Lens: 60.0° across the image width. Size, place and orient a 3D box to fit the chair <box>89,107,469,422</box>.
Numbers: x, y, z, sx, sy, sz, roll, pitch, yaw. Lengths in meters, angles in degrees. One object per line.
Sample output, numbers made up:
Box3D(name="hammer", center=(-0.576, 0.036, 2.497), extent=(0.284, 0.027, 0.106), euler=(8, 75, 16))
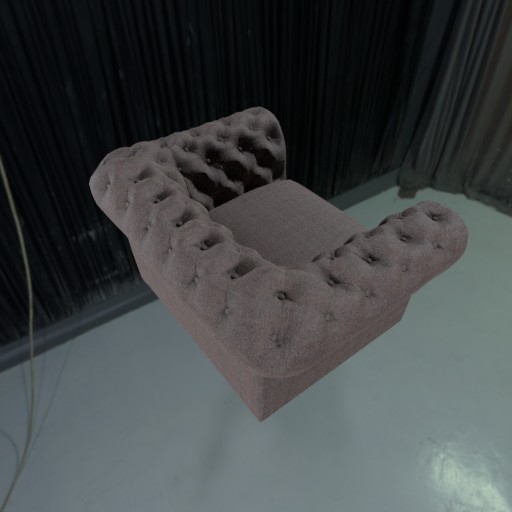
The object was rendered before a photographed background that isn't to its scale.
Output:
Box3D(name="chair", center=(0.000, 0.000, 1.909), extent=(0.945, 0.780, 1.298), euler=(-27, 48, -27))
